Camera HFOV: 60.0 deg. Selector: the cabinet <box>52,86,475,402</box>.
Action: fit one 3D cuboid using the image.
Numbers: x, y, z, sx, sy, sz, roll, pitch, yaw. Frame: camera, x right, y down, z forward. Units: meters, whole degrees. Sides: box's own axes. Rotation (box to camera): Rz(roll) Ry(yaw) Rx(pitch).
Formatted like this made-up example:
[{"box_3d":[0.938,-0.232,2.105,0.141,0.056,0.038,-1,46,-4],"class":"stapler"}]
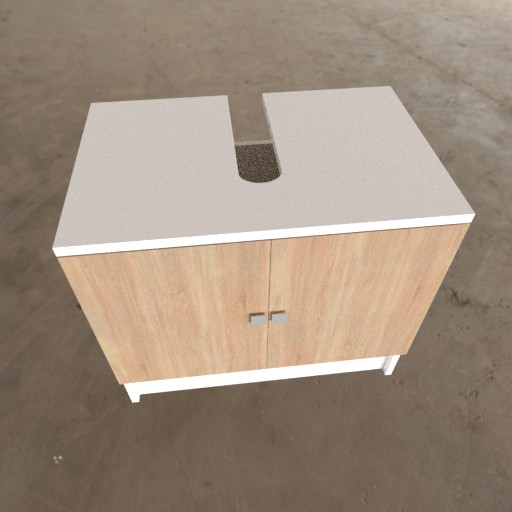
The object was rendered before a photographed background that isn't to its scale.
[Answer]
[{"box_3d":[0.000,0.000,0.943,0.600,0.522,0.400,-5,48,-4],"class":"cabinet"}]
